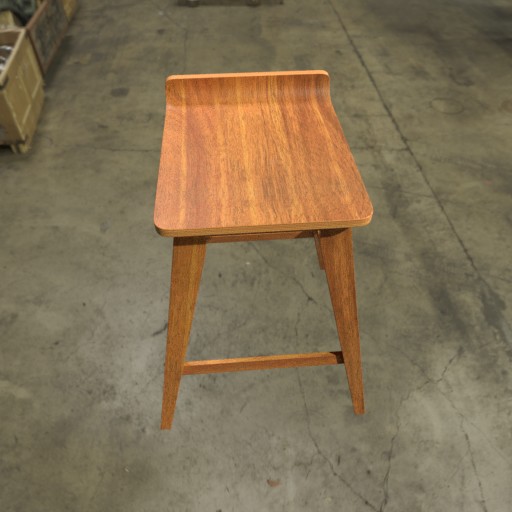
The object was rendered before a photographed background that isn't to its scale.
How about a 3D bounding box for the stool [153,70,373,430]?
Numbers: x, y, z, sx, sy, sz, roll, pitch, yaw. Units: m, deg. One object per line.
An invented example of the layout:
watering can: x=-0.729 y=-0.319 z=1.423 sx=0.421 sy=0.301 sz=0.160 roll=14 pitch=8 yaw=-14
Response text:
stool: x=0.000 y=0.000 z=1.014 sx=0.500 sy=0.650 sz=0.500 roll=-3 pitch=47 yaw=-3
